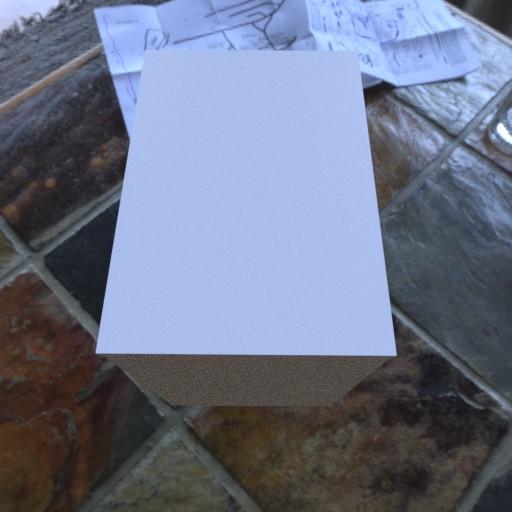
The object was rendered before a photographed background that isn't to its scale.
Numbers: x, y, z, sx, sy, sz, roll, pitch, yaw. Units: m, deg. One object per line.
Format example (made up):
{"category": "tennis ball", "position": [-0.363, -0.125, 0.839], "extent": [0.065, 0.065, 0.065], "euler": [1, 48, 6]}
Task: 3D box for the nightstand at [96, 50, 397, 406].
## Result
{"category": "nightstand", "position": [0.000, 0.000, 0.756], "extent": [0.325, 0.460, 0.441], "euler": [0, 65, 0]}
